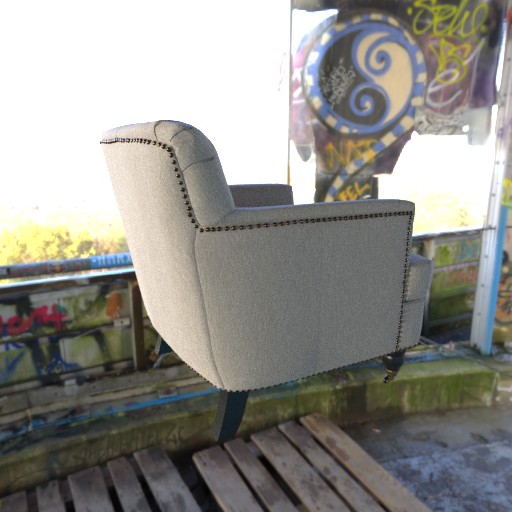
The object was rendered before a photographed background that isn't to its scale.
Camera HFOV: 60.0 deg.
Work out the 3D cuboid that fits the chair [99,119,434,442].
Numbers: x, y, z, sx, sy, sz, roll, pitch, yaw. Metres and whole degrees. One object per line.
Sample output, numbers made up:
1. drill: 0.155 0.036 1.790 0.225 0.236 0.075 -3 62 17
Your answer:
1. chair: 0.000 0.000 1.474 0.902 0.823 0.737 -7 15 -27
